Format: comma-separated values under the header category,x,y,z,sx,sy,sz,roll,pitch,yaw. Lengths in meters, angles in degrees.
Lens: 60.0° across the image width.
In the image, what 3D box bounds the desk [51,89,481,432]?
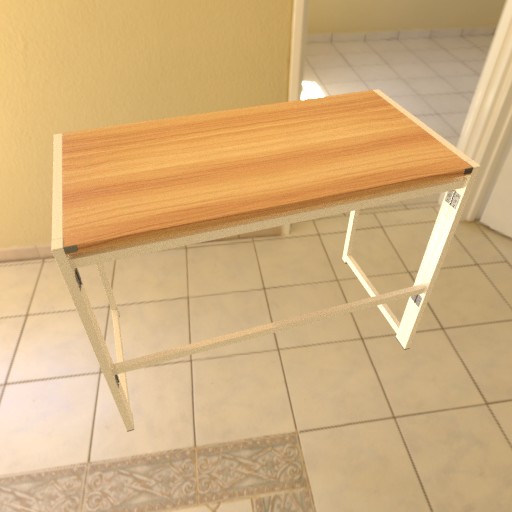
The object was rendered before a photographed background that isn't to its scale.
category,x,y,z,sx,sy,sz,roll,pitch,yaw
desk,0.000,0.000,1.422,1.016,0.762,0.508,-12,44,-13
